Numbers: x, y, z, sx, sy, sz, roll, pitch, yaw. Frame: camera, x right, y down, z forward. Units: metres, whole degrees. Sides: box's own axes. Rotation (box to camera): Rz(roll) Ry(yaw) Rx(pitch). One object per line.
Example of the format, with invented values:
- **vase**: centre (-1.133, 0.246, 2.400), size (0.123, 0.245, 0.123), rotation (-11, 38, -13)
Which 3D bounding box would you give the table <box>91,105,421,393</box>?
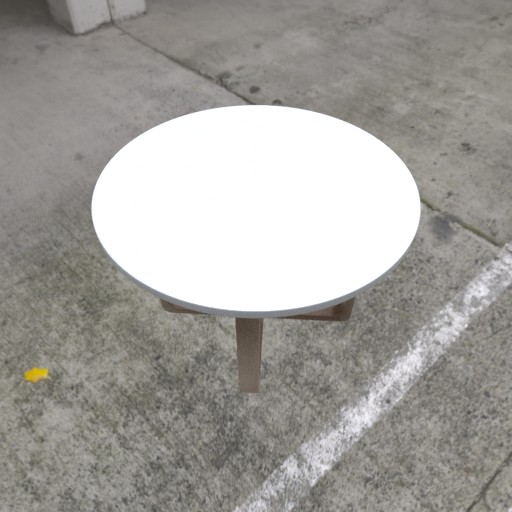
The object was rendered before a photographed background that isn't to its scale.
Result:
- **table**: centre (0.000, 0.000, 0.977), size (0.600, 0.400, 0.600), rotation (0, 46, 0)
